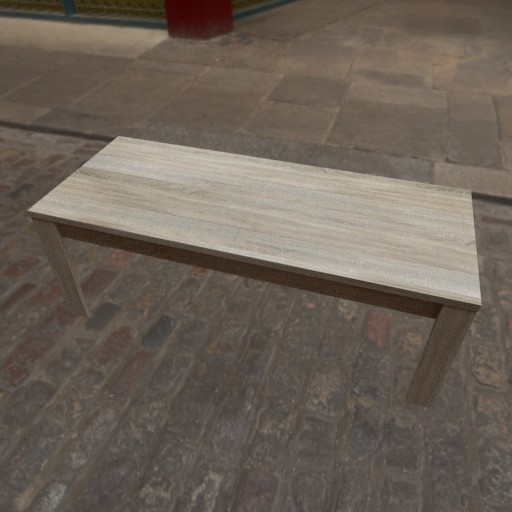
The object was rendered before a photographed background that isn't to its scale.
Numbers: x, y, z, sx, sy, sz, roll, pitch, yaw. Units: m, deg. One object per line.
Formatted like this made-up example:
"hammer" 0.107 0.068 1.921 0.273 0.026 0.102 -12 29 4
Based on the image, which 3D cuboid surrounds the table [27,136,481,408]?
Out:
"table" 0.000 0.000 2.628 2.200 0.790 0.900 12 42 13
